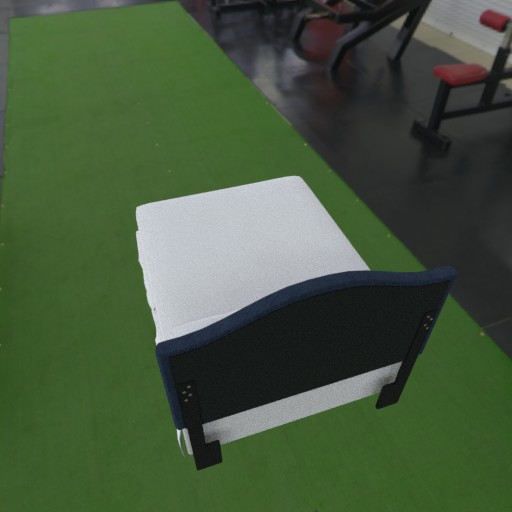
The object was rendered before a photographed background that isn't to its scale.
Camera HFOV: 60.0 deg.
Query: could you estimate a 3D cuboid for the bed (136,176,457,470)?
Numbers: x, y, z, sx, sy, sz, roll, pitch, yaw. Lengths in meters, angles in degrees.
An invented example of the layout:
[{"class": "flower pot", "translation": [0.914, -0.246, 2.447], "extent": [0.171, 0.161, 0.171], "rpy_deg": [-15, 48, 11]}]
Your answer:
[{"class": "bed", "translation": [0.000, 0.000, 3.328], "extent": [1.725, 1.518, 2.153], "rpy_deg": [-13, 45, -13]}]
